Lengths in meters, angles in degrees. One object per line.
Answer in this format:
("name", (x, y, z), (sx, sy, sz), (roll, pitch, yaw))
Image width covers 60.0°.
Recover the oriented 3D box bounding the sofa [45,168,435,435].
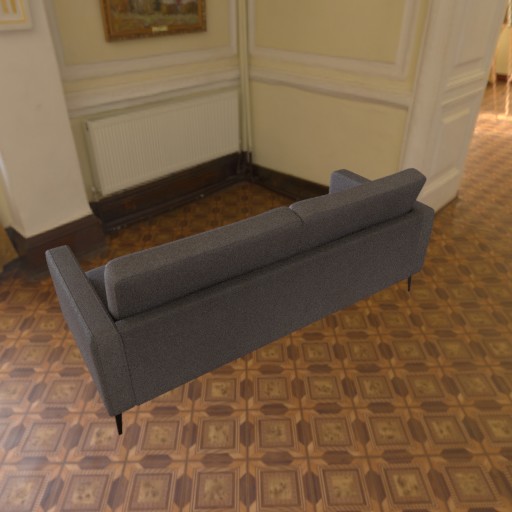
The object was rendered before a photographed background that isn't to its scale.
("sofa", (0.000, 0.000, 2.376), (1.925, 0.828, 0.774), (-20, 37, -28))
